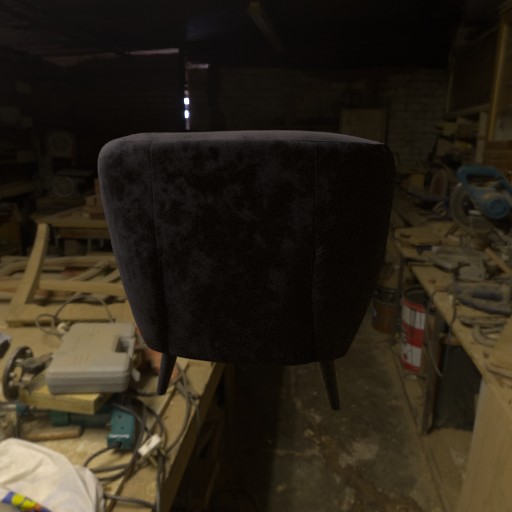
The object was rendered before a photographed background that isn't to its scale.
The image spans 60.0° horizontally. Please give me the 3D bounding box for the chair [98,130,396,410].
[{"bbox_3d":[0.000,0.000,1.490,0.840,0.807,0.819,2,16,8],"label":"chair"}]
